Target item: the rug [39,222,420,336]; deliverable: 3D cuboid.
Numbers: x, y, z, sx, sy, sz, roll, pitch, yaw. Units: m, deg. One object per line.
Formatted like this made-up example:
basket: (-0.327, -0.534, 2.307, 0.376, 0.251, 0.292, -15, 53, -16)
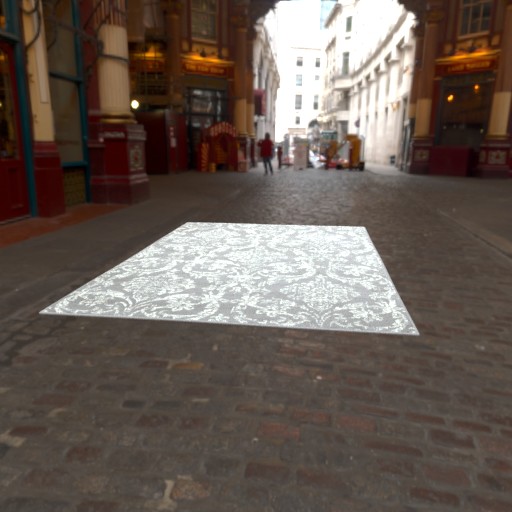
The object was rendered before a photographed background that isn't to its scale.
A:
rug: (0.000, 0.000, 2.856, 1.578, 0.014, 2.206, 2, 15, 8)
